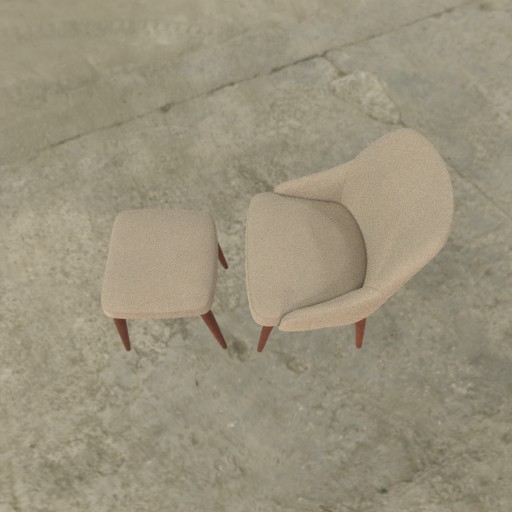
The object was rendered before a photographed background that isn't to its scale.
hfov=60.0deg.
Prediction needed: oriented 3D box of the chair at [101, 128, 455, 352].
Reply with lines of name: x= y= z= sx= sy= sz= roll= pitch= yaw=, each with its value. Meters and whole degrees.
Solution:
chair: x=0.000 y=0.000 z=1.627 sx=1.114 sy=0.866 sz=0.584 roll=-1 pitch=59 yaw=-1
